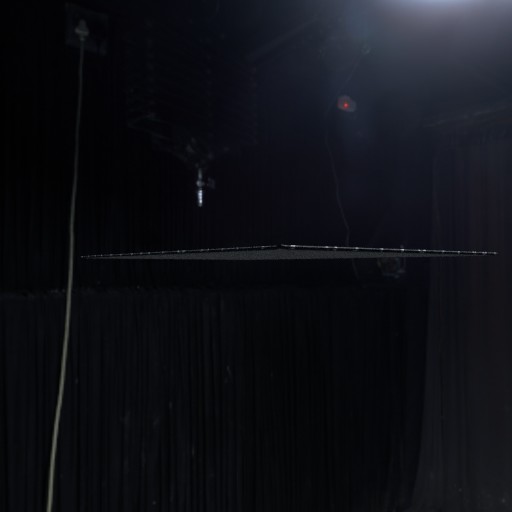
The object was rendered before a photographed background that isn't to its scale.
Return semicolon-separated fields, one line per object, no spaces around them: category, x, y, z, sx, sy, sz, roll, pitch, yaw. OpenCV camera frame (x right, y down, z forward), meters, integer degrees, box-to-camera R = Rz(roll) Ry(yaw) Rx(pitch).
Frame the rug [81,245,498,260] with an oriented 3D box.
rug;0.000;0.000;2.253;1.223;0.013;1.830;1;-1;-37
